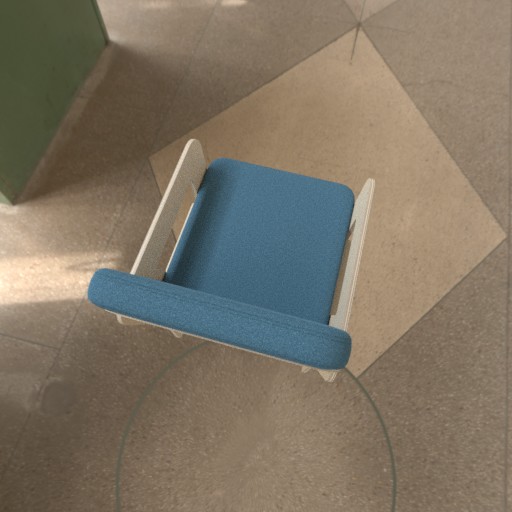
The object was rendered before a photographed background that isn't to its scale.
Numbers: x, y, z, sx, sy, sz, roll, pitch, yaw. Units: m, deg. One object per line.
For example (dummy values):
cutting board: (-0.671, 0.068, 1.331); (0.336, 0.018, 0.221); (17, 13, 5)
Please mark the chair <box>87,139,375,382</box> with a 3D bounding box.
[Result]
chair: (0.000, 0.000, 1.208); (0.547, 0.747, 0.657); (14, 65, 7)
